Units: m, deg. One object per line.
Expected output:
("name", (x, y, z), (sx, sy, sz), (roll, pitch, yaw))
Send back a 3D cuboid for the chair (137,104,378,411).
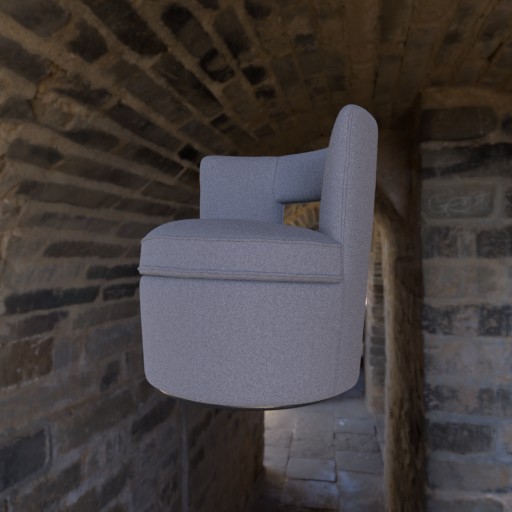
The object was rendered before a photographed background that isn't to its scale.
("chair", (0.000, 0.000, 1.285), (0.660, 0.719, 0.689), (0, -1, -37))
